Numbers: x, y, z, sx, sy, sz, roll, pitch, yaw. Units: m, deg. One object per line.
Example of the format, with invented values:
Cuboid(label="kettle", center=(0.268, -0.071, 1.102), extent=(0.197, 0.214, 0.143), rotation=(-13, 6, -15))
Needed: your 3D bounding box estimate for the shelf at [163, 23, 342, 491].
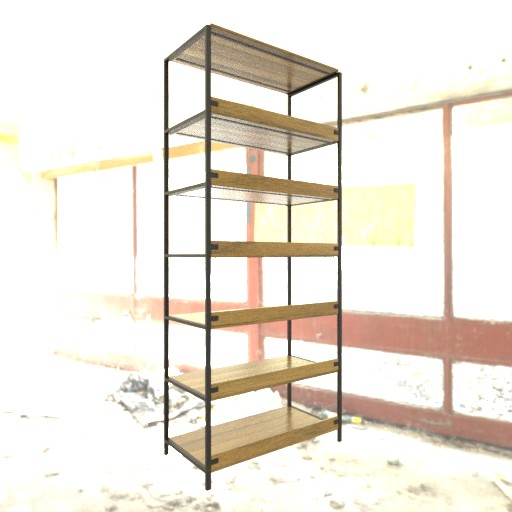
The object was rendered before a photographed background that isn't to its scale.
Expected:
Cuboid(label="shelf", center=(0.000, 0.000, 2.325), extent=(0.847, 2.015, 0.431), rotation=(0, 0, -37))
